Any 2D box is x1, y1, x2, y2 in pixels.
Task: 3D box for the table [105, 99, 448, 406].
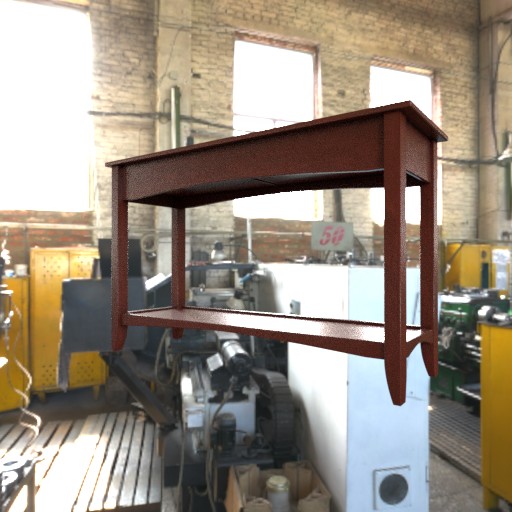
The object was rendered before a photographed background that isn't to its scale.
[{"bbox_3d":[0.000,0.000,1.557,1.188,0.739,0.392,0,-1,36],"label":"table"}]
